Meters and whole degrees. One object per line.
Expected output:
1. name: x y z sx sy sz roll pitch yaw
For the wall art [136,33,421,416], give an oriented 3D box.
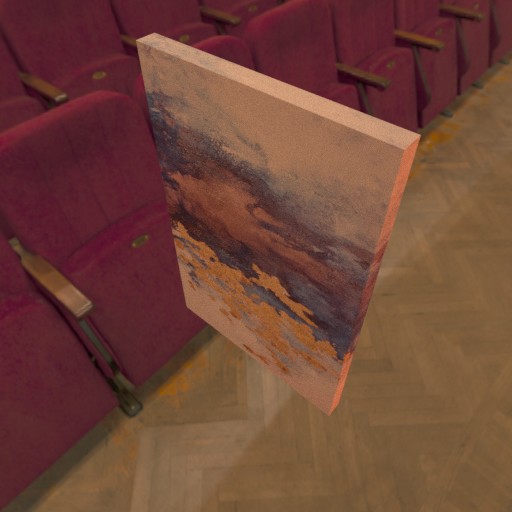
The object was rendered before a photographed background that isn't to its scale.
1. wall art: 0.000 0.000 1.072 0.583 0.874 0.048 32 55 27
